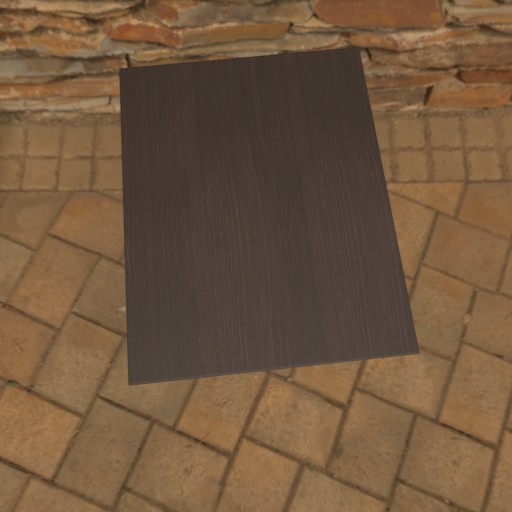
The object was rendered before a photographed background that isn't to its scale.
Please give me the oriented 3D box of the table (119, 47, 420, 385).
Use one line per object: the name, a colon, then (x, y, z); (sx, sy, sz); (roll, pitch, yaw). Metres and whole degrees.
table: (0.000, 0.000, 0.943); (0.381, 0.635, 0.480); (-6, 75, -2)
